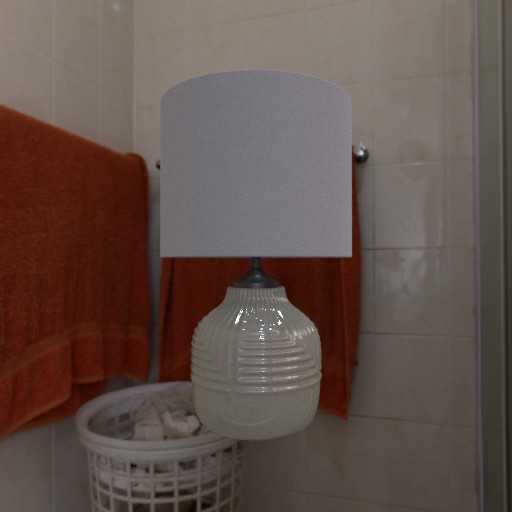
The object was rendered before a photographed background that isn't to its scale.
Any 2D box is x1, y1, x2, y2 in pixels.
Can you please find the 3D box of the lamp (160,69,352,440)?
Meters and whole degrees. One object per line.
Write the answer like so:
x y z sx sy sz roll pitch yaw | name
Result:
0.000 0.000 0.751 0.318 0.567 0.318 0 0 0 | lamp
